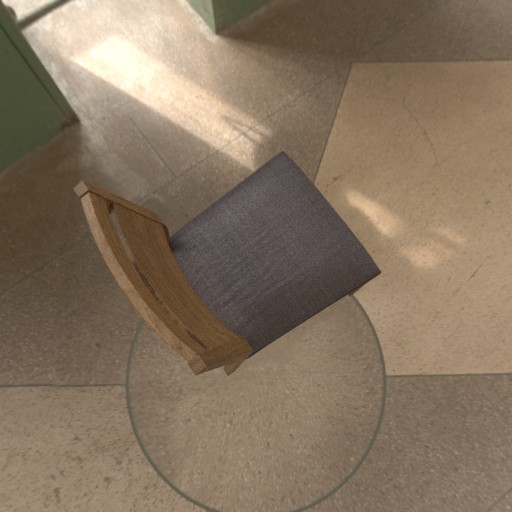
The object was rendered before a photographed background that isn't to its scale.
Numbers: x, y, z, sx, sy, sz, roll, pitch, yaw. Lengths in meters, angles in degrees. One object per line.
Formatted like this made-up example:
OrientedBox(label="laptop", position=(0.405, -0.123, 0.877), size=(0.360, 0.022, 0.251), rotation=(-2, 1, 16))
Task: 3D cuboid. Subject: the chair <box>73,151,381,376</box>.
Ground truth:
OrientedBox(label="chair", position=(0.000, 0.000, 1.288), size=(0.610, 0.939, 0.501), rotation=(-35, 78, -9))
